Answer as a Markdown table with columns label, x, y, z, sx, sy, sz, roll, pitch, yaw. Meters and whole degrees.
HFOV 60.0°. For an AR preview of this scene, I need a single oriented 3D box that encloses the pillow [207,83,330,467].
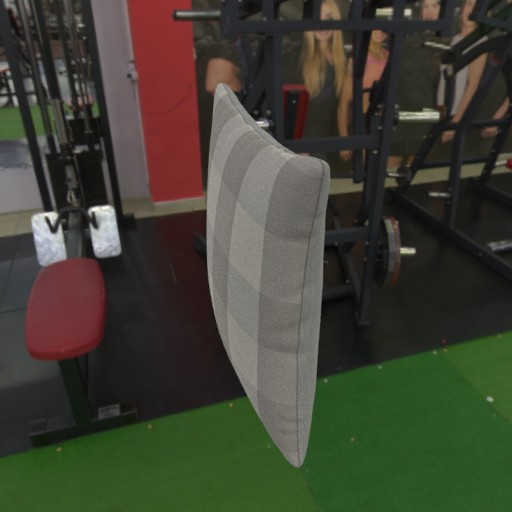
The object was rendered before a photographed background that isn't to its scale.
| label | x | y | z | sx | sy | sz | roll | pitch | yaw |
| --- | --- | --- | --- | --- | --- | --- | --- | --- | --- |
| pillow | 0.000 | 0.000 | 0.795 | 0.161 | 0.509 | 0.511 | -8 | 32 | -14 |
